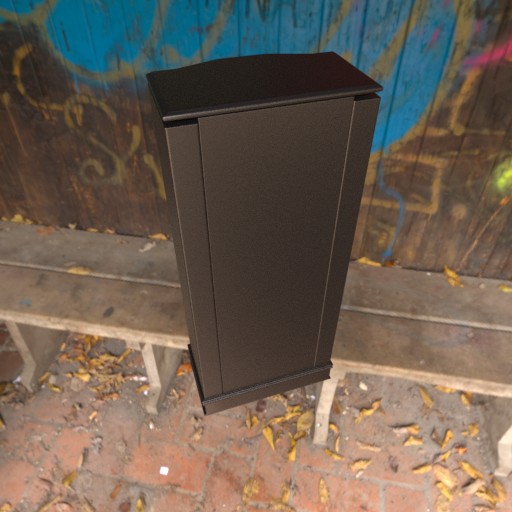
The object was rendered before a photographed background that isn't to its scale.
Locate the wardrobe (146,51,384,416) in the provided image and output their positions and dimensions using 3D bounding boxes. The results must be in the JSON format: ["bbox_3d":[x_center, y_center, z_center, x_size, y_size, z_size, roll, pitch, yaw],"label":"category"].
[{"bbox_3d":[0.000,0.000,1.240,0.444,1.011,0.295,-12,44,-13],"label":"wardrobe"}]
